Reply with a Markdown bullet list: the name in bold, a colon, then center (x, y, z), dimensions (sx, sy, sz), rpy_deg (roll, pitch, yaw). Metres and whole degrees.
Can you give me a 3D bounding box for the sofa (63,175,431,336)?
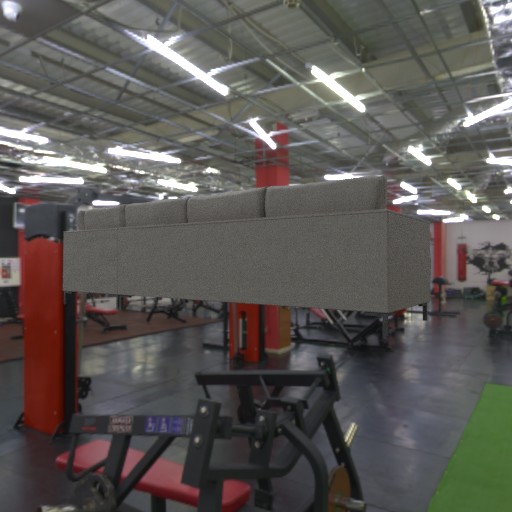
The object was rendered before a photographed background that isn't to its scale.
- **sofa**: center (0.000, 0.000, 4.326), dimensions (3.331, 0.964, 2.077), rpy_deg (0, -1, 36)
